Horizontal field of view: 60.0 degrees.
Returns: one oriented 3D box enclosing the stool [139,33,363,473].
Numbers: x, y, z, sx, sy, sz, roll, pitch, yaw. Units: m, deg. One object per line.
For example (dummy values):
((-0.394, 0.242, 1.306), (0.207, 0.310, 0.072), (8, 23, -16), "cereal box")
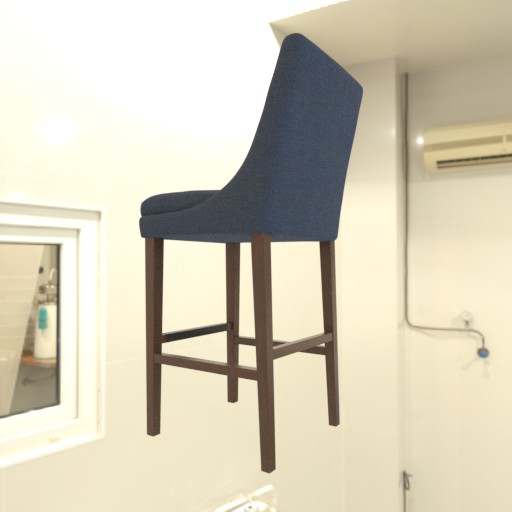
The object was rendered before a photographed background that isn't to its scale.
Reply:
((0.000, 0.000, 1.370), (0.577, 1.078, 0.470), (-1, -1, 35), "stool")
